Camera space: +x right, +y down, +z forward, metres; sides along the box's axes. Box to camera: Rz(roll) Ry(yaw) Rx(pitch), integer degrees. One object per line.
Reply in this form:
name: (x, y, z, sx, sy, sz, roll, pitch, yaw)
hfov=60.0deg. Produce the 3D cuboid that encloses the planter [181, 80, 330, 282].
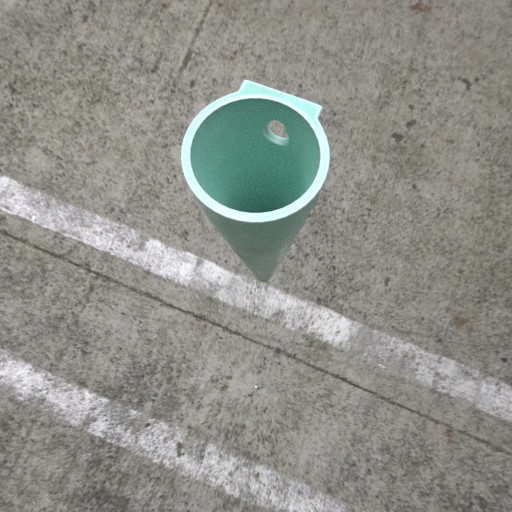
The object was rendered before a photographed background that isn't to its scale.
planter: (0.000, 0.000, 0.288, 0.054, 0.268, 0.055, 21, 75, 6)
